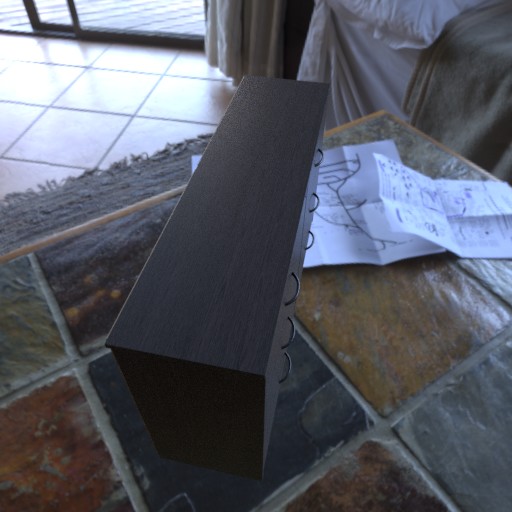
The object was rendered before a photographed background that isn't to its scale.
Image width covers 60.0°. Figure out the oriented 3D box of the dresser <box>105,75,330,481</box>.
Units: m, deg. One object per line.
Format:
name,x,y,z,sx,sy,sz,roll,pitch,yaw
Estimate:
dresser,0.000,0.000,1.686,0.401,0.755,1.360,9,47,8
